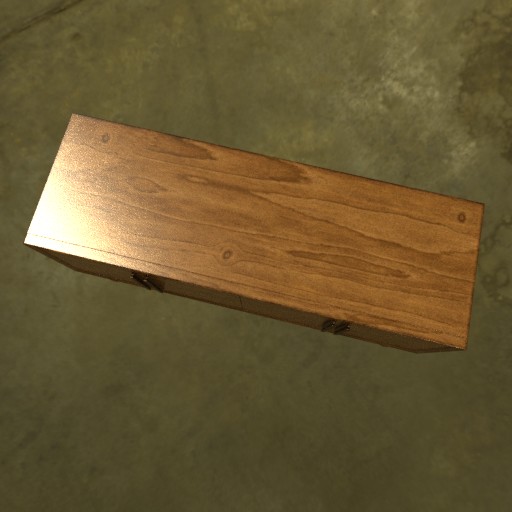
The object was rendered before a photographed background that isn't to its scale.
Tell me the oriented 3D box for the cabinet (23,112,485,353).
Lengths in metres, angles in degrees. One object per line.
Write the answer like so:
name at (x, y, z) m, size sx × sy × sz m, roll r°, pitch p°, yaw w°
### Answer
cabinet at (0.000, 0.000, 1.764) m, size 1.363 × 0.802 × 0.477 m, roll 13°, pitch 77°, yaw 3°
